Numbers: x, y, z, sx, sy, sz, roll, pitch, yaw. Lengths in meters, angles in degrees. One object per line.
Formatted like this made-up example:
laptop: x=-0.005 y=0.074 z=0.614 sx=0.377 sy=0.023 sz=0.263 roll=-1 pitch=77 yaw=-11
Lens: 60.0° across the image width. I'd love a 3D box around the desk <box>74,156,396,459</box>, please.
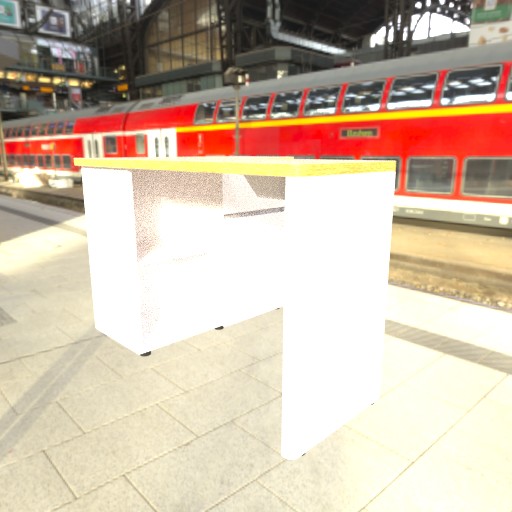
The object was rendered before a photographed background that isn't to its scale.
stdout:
desk: x=0.000 y=0.000 z=1.767 sx=0.900 sy=0.760 sz=1.170 roll=-13 pitch=18 yaw=-43
